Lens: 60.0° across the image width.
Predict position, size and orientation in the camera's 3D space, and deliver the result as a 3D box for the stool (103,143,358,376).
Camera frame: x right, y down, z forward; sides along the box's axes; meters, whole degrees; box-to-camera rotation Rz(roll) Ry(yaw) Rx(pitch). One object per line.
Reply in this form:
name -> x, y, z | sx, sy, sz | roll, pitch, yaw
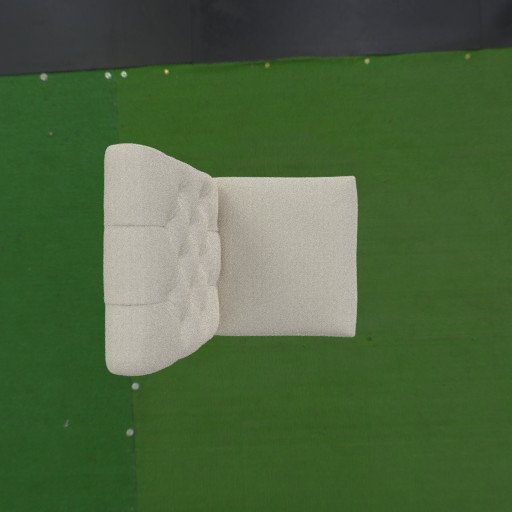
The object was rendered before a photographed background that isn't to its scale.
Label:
stool -> 0.000, 0.000, 1.426 | 0.610, 1.118, 0.482 | 0, 91, 1
